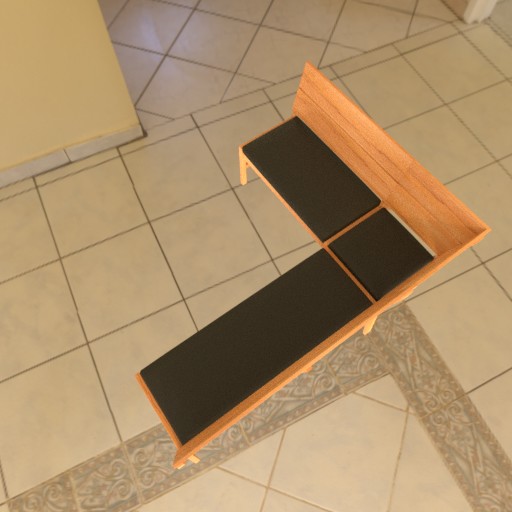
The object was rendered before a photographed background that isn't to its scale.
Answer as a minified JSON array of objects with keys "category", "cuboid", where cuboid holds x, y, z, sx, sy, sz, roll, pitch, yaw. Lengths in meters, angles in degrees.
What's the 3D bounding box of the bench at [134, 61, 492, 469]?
[{"category":"bench","cuboid":[0.000,0.000,2.759,1.948,0.890,1.548,-33,69,-15]}]
